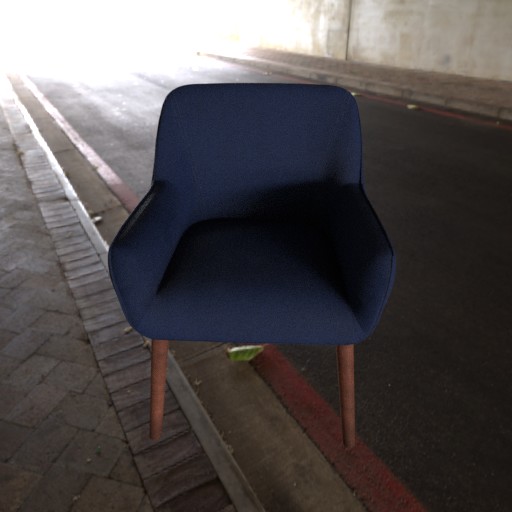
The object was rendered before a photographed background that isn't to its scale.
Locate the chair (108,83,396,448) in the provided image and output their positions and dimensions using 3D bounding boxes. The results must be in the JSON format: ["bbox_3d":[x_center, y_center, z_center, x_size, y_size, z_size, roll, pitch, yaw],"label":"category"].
[{"bbox_3d":[0.000,0.000,1.218,0.600,0.820,0.600,1,29,2],"label":"chair"}]
